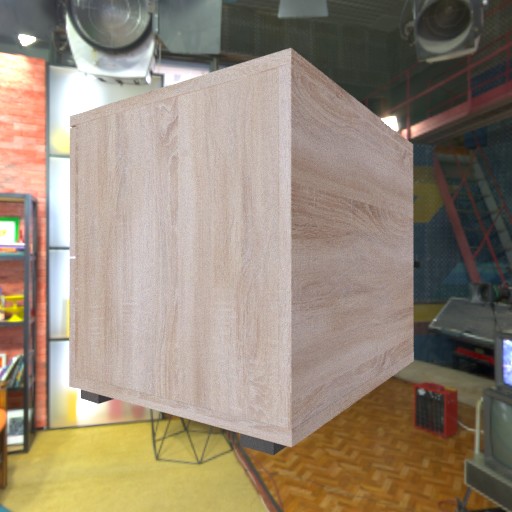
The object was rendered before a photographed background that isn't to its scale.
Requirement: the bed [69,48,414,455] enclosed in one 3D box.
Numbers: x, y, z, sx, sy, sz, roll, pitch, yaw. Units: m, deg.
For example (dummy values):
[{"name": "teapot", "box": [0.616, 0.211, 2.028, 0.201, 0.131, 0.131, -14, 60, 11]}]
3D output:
[{"name": "bed", "box": [0.000, 0.000, 0.752, 0.401, 0.420, 0.460, 0, 0, 34]}]
